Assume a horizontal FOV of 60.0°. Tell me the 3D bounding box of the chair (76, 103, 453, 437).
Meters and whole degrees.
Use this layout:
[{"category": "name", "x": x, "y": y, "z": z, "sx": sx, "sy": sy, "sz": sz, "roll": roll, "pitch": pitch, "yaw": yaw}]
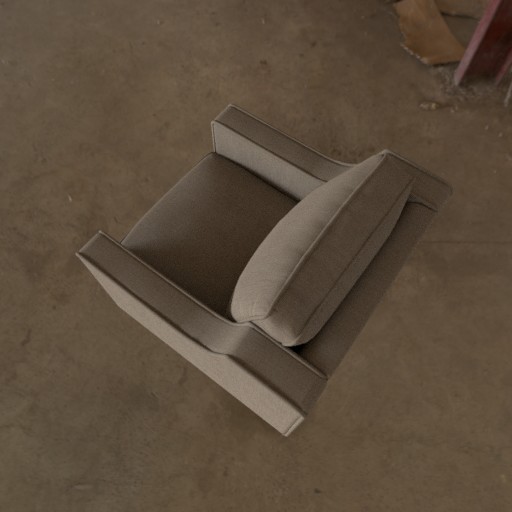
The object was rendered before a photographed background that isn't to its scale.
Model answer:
[{"category": "chair", "x": 0.000, "y": 0.000, "z": 1.630, "sx": 0.909, "sy": 0.960, "sz": 0.831, "roll": 34, "pitch": 68, "yaw": 15}]
